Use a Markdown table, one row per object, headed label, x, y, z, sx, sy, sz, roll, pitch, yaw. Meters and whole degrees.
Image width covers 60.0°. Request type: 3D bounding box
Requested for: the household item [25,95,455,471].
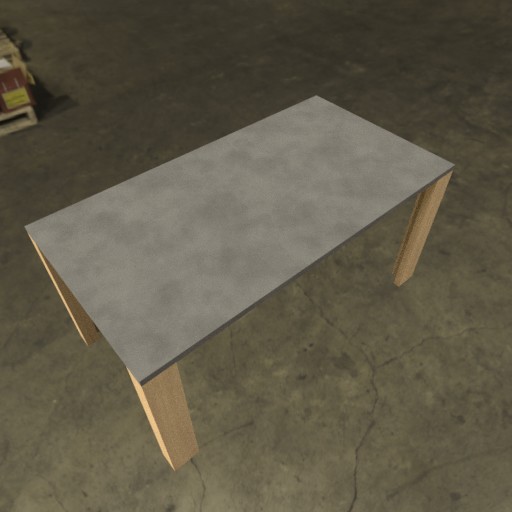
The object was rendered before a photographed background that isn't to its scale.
| label | x | y | z | sx | sy | sz | roll | pitch | yaw |
| --- | --- | --- | --- | --- | --- | --- | --- | --- | --- |
| household item | 0.000 | 0.000 | 2.103 | 1.600 | 0.755 | 0.850 | -32 | 54 | -27 |
